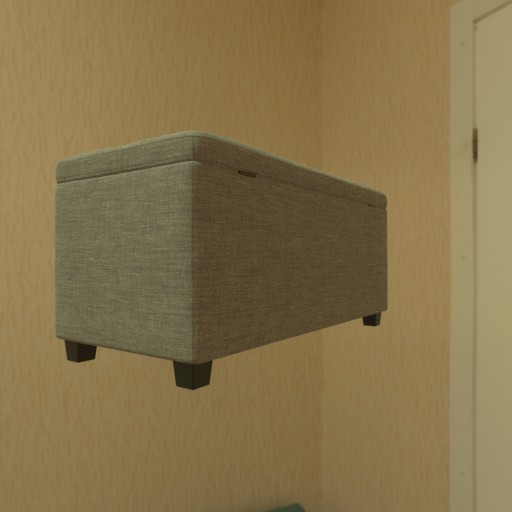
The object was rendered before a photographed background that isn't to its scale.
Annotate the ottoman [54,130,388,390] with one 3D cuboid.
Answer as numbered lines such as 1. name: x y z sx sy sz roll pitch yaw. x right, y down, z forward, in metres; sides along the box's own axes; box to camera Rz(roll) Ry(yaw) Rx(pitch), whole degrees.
1. ottoman: 0.000 0.000 1.153 0.419 0.432 0.902 0 0 36
